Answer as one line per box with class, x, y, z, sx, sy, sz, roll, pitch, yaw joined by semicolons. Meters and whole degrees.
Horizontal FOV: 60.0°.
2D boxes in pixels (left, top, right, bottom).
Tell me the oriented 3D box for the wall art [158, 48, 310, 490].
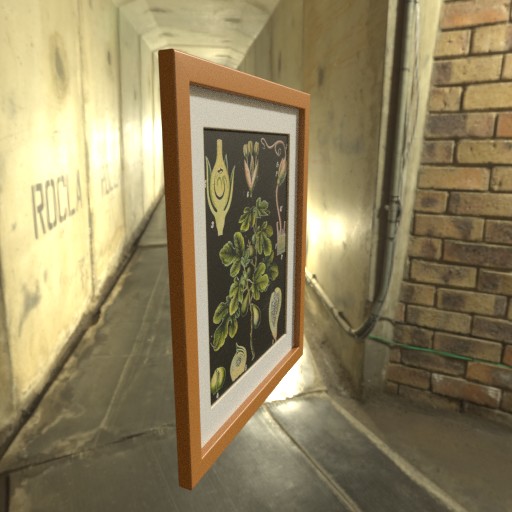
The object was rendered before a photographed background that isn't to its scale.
wall art;0.000;0.000;0.504;0.015;0.379;0.310;6;15;25
